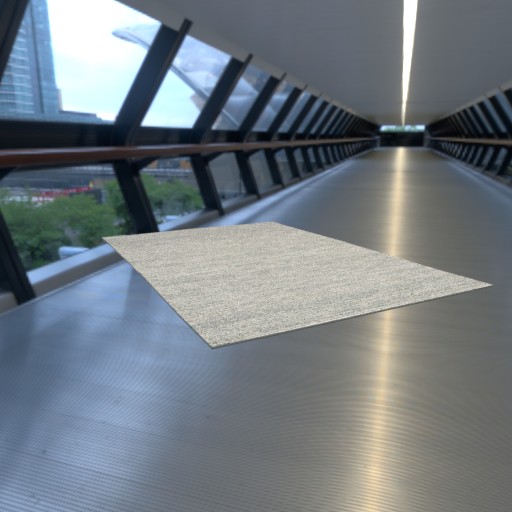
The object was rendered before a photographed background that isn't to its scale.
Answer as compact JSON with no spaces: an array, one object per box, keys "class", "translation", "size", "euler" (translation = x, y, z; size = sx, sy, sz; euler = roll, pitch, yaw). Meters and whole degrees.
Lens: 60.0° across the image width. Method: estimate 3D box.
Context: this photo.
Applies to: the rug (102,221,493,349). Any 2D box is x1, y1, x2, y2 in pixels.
[{"class":"rug","translation":[0.000,0.000,2.984],"size":[1.616,0.030,2.338],"euler":[-7,16,-27]}]
